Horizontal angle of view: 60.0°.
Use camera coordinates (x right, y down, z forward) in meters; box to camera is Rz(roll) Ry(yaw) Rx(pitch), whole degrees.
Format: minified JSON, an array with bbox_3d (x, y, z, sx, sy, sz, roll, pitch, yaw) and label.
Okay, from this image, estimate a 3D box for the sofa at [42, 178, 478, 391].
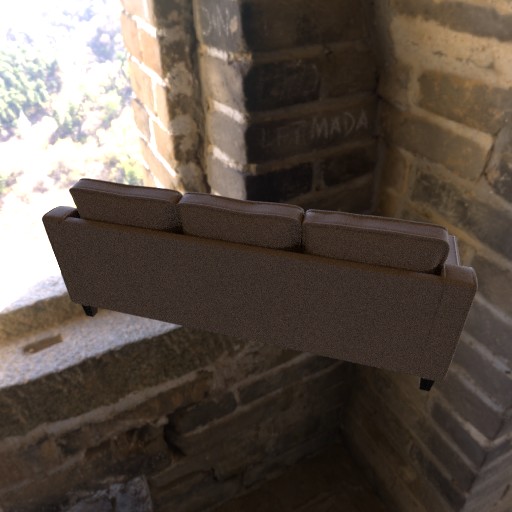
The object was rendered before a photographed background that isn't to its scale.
[{"bbox_3d":[0.000,0.000,2.529,2.131,0.902,0.791,9,33,14],"label":"sofa"}]
